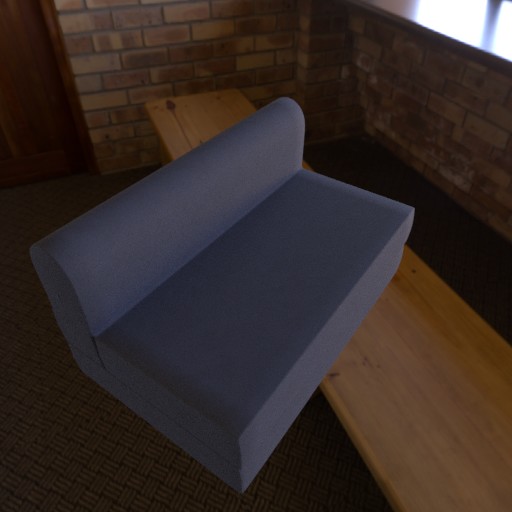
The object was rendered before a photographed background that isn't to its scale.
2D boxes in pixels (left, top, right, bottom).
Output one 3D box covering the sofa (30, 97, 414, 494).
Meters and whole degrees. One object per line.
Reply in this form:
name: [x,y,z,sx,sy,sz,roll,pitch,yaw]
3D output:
sofa: [0.000,0.000,1.625,0.762,0.660,1.219,26,48,26]
